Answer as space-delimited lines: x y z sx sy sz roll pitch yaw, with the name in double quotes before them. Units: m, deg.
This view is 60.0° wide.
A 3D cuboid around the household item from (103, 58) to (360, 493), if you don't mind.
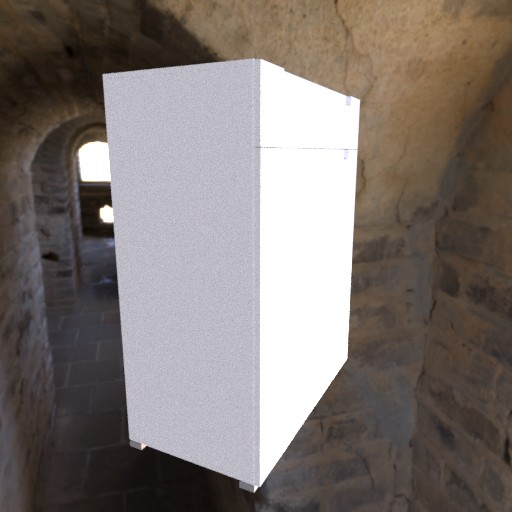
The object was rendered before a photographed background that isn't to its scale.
"household item" 0.000 0.000 1.421 0.420 1.010 0.790 7 15 26
